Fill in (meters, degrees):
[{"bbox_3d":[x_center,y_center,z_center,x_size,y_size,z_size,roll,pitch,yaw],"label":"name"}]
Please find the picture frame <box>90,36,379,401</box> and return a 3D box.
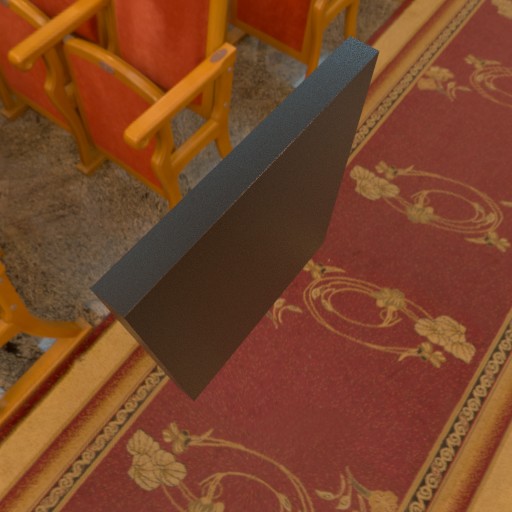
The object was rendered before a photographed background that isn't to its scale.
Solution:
[{"bbox_3d":[0.000,0.000,0.528,0.034,0.378,0.328,35,69,16],"label":"picture frame"}]
